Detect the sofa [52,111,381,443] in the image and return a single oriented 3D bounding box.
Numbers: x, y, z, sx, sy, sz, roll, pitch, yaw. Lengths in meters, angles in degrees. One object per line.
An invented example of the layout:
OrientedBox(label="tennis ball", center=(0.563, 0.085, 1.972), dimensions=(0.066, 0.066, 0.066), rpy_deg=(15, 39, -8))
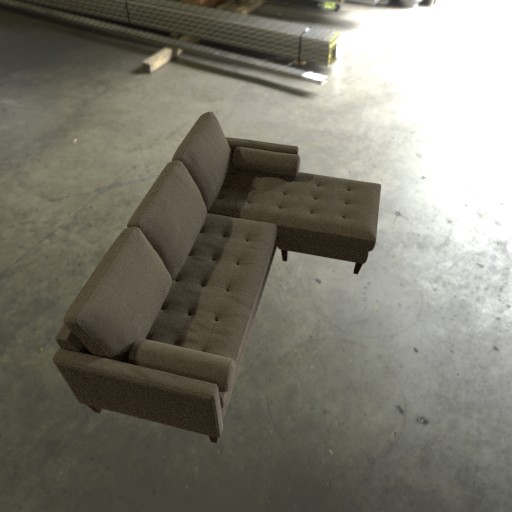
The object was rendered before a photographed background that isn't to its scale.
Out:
OrientedBox(label="sofa", center=(0.000, 0.000, 2.862), dimensions=(1.506, 0.875, 2.178), rpy_deg=(10, 47, 10))
